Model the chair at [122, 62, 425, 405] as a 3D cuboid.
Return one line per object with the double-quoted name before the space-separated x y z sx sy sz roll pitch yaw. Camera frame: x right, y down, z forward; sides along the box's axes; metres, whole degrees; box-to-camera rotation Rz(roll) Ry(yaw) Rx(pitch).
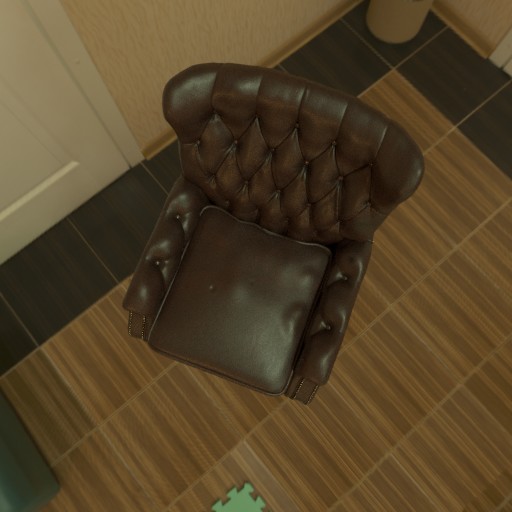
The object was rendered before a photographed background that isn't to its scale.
"chair" 0.000 0.000 1.482 0.709 0.864 0.823 20 77 5
